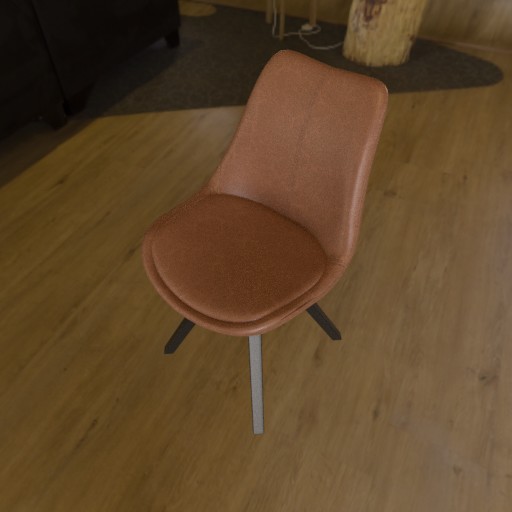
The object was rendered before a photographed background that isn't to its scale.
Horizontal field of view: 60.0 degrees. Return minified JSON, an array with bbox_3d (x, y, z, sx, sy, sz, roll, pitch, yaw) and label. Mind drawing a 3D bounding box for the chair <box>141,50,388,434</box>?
[{"bbox_3d":[0.000,0.000,1.172,0.475,0.850,0.550,33,55,27],"label":"chair"}]
